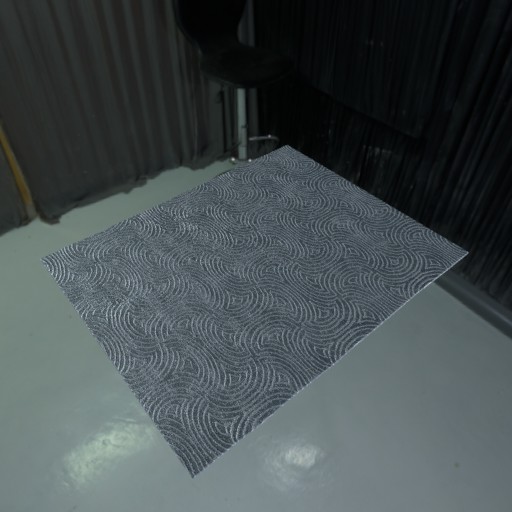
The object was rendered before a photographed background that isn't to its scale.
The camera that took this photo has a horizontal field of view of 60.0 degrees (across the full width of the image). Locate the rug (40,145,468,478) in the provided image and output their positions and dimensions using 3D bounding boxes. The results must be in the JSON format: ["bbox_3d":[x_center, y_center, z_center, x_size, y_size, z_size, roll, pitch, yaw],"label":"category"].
[{"bbox_3d":[0.000,0.000,4.035,3.042,0.021,2.456,-31,52,-27],"label":"rug"}]
